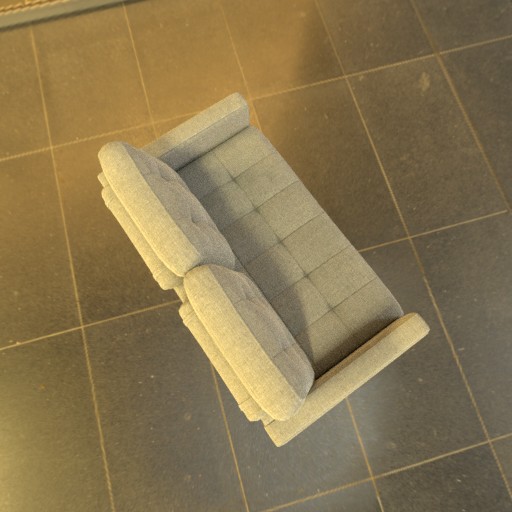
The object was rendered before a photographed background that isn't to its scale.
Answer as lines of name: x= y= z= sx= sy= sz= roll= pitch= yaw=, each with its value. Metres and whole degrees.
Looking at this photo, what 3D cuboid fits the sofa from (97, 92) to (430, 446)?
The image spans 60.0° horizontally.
sofa: x=0.000 y=0.000 z=2.016 sx=0.842 sy=0.907 sz=1.407 roll=-34 pitch=77 yaw=-9
